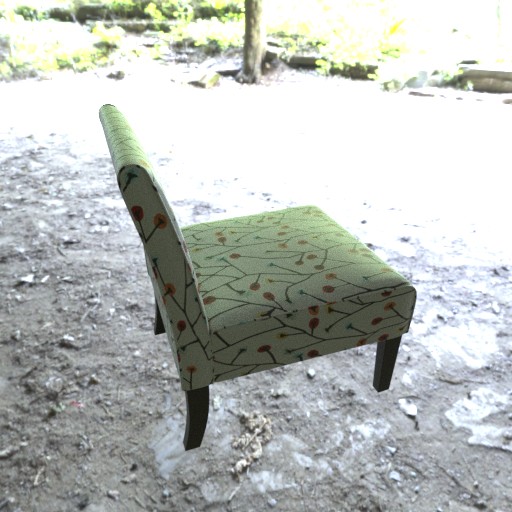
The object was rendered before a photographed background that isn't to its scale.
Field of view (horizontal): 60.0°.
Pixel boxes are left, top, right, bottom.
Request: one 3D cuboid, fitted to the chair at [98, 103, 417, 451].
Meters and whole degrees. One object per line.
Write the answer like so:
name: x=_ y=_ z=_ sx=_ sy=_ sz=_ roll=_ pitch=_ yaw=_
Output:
chair: x=0.000 y=0.000 z=1.309 sx=0.732 sy=0.813 sz=0.597 roll=-10 pitch=32 yaw=-17
